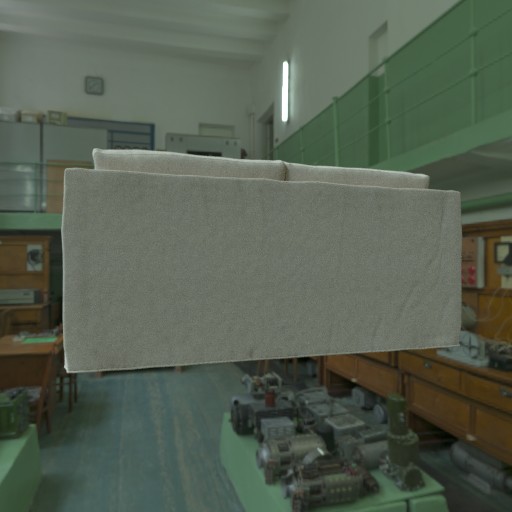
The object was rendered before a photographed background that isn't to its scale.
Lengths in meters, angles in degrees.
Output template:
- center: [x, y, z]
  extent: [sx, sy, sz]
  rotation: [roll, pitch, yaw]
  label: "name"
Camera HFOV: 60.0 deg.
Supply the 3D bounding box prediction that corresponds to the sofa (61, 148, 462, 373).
- center: [0.000, 0.000, 2.217]
  extent: [1.719, 0.835, 0.962]
  rotation: [0, -1, -18]
  label: "sofa"
